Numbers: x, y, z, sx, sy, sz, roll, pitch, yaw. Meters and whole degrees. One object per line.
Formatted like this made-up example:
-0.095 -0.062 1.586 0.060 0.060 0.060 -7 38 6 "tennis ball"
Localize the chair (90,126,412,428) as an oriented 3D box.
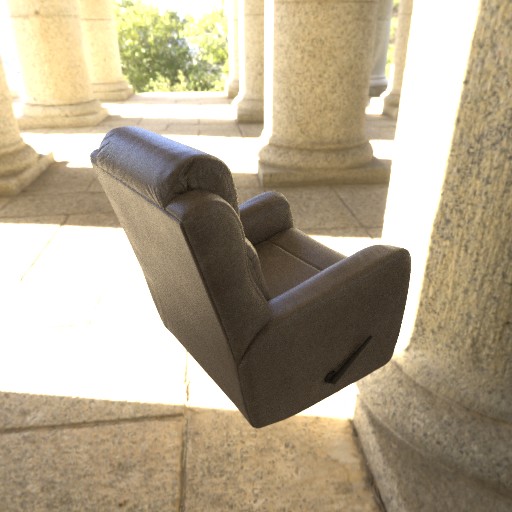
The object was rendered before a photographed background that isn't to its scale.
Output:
0.000 0.000 1.944 1.068 1.116 0.967 -18 32 -31 "chair"
